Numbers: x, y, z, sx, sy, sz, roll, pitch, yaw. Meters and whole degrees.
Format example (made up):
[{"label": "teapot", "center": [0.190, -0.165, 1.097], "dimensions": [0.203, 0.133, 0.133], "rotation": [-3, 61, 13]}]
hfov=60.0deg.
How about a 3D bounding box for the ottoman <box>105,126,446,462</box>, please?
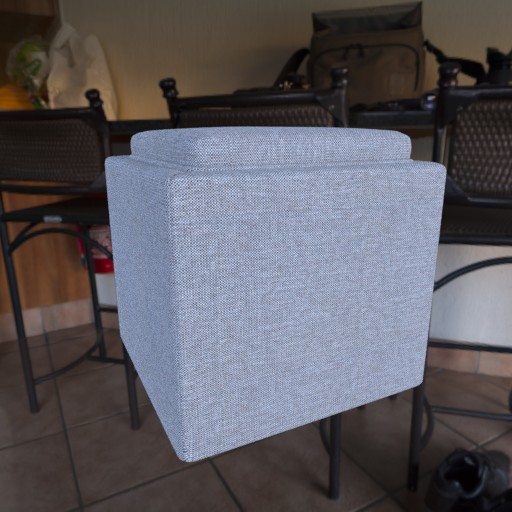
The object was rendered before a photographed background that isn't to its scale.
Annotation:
[{"label": "ottoman", "center": [0.000, 0.000, 0.823], "dimensions": [0.450, 0.460, 0.450], "rotation": [-8, 17, -26]}]
